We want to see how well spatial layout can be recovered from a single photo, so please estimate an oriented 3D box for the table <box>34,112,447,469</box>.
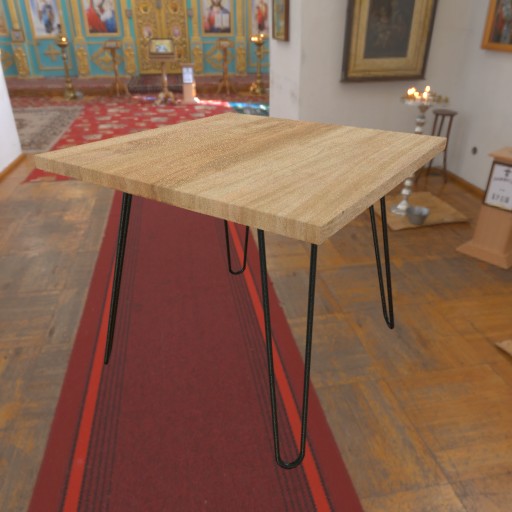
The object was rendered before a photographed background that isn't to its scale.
[{"bbox_3d":[0.000,0.000,1.008,0.599,0.500,0.599,17,32,30],"label":"table"}]
